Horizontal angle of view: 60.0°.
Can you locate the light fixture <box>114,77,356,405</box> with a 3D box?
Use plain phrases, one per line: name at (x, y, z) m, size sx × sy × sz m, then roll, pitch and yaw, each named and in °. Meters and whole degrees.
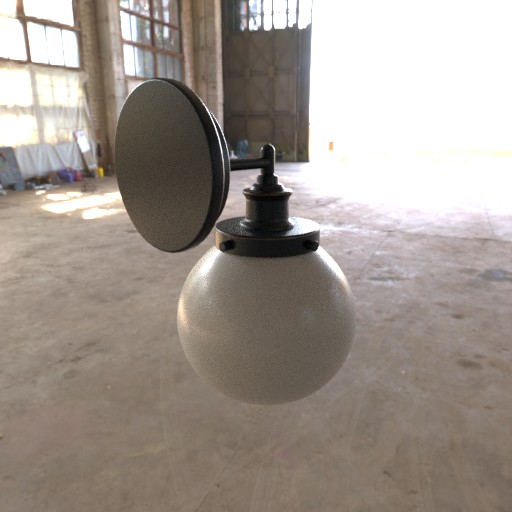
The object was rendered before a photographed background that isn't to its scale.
light fixture at (0.000, 0.000, 0.465) m, size 0.197 × 0.332 × 0.230 m, roll 15°, pitch 22°, yaw 42°
